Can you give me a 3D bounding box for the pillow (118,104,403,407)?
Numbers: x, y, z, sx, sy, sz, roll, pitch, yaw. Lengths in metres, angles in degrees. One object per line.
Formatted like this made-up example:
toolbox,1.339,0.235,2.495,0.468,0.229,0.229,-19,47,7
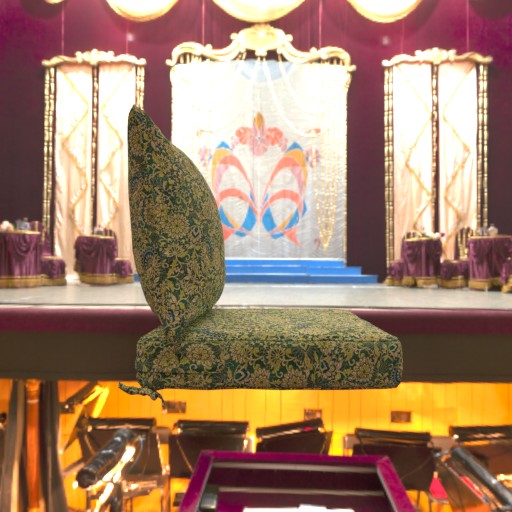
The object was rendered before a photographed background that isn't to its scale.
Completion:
pillow,0.000,0.000,1.420,0.740,0.722,0.798,0,-1,1
